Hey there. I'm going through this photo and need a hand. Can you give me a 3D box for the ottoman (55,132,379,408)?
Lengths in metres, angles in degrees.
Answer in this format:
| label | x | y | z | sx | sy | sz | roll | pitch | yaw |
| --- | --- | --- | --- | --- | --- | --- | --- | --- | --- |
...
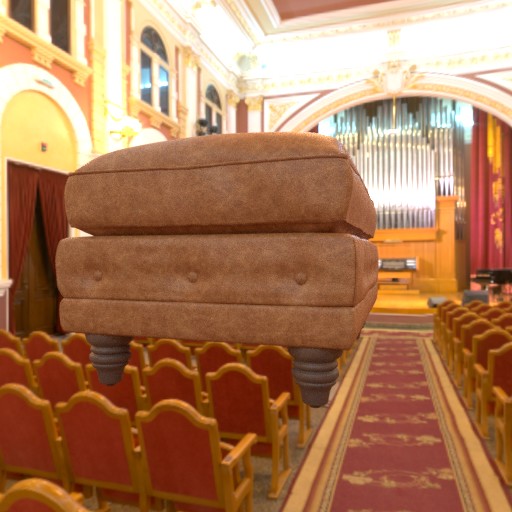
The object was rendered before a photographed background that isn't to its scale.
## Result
| label | x | y | z | sx | sy | sz | roll | pitch | yaw |
| --- | --- | --- | --- | --- | --- | --- | --- | --- | --- |
| ottoman | 0.000 | 0.000 | 1.044 | 0.533 | 0.480 | 0.710 | 0 | 0 | 18 |
